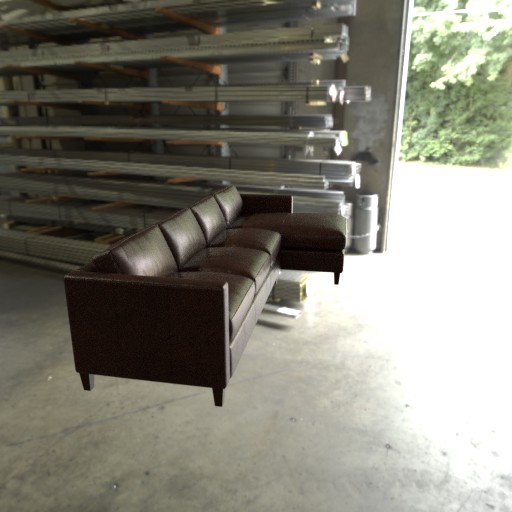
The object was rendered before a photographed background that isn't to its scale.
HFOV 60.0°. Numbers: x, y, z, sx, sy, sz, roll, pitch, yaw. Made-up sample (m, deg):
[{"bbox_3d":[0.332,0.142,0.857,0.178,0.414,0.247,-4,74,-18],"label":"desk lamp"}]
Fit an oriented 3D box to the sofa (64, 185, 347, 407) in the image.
[{"bbox_3d":[0.000,0.000,3.909,1.581,0.883,3.203,3,17,11],"label":"sofa"}]
